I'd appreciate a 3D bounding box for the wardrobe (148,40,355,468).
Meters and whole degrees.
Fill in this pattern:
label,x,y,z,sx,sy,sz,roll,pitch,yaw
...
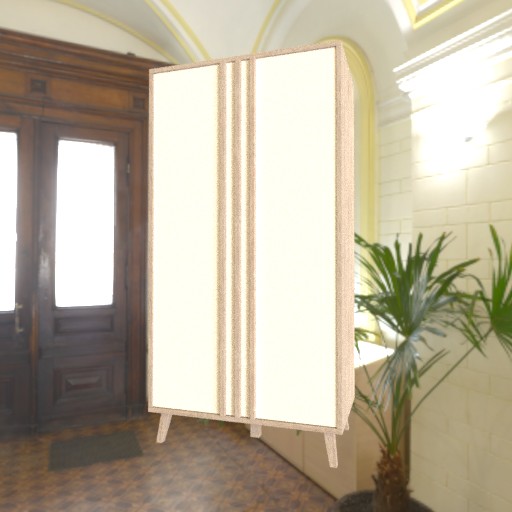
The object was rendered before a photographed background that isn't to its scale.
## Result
label,x,y,z,sx,sy,sz,roll,pitch,yaw
wardrobe,0.000,0.000,2.430,1.000,1.960,0.600,0,-1,18
